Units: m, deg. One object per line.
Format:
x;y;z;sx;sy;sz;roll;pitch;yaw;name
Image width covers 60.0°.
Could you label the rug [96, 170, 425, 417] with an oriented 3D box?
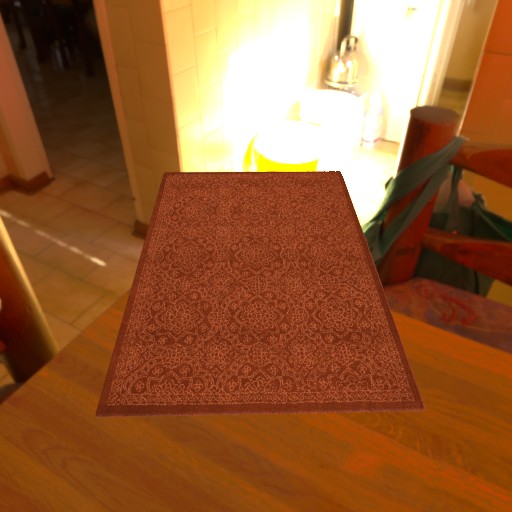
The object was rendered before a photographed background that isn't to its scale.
0.000;0.000;2.337;1.219;0.010;1.829;-1;39;-1;rug
